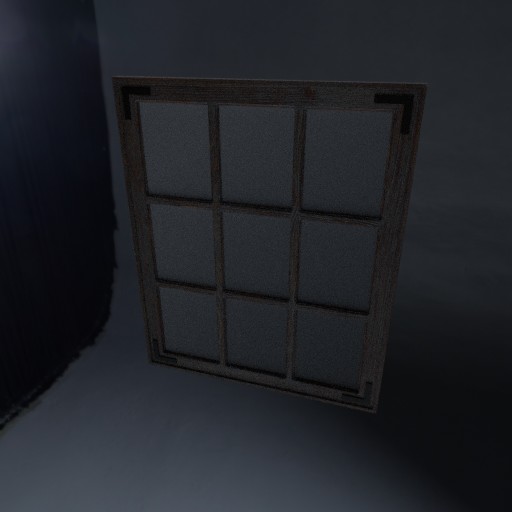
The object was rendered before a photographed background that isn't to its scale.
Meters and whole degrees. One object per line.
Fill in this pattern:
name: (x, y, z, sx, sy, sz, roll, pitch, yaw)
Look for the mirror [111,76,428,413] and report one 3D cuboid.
mirror: (0.000, 0.000, 1.189, 0.730, 0.882, 0.032, 8, 27, 16)
